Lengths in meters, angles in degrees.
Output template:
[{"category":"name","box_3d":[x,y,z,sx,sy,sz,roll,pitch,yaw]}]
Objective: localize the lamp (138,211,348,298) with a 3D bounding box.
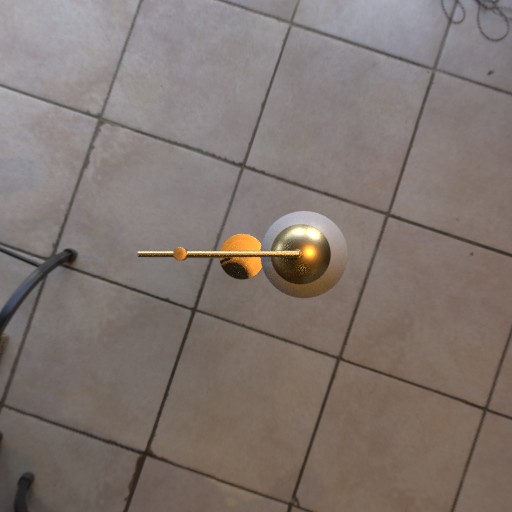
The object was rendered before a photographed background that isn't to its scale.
[{"category":"lamp","box_3d":[0.000,0.000,1.683,0.476,1.505,0.249,0,90,1]}]
